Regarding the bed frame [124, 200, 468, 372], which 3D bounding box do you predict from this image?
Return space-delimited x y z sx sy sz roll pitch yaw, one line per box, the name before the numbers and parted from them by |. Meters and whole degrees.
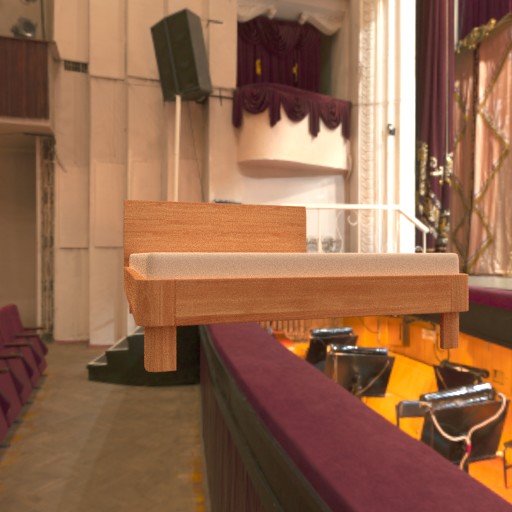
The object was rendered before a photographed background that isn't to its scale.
bed frame | 0.000 0.000 2.987 1.660 0.940 2.092 0 0 -18
